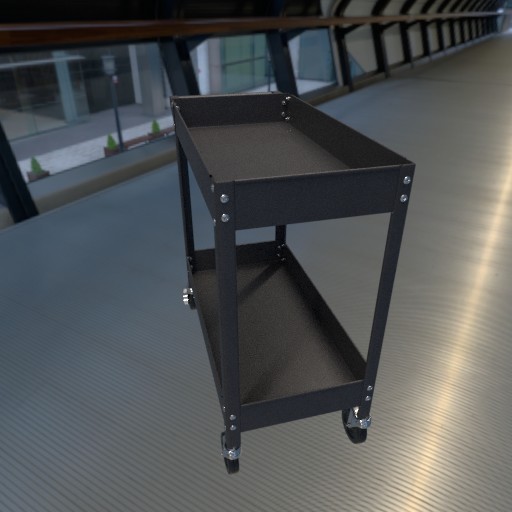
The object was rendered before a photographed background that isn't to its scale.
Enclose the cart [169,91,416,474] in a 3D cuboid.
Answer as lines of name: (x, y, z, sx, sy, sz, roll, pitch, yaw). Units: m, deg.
cart: (0.000, 0.000, 1.182, 0.366, 0.719, 0.779, -8, 31, -13)
